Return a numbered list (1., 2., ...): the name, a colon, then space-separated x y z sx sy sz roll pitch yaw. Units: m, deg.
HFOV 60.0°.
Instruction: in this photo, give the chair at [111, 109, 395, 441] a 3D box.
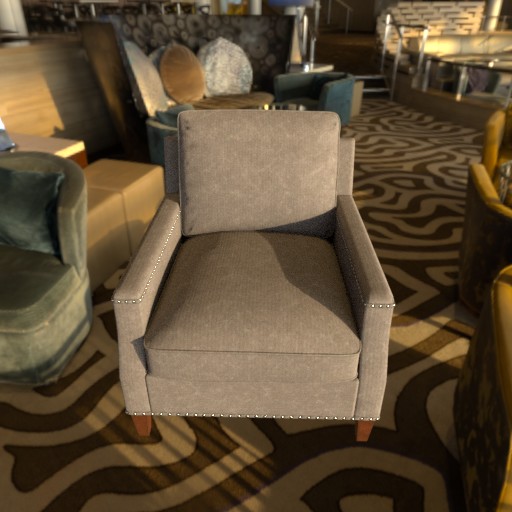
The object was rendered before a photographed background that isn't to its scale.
1. chair: 0.000 0.000 1.712 0.853 0.948 1.014 1 30 1
